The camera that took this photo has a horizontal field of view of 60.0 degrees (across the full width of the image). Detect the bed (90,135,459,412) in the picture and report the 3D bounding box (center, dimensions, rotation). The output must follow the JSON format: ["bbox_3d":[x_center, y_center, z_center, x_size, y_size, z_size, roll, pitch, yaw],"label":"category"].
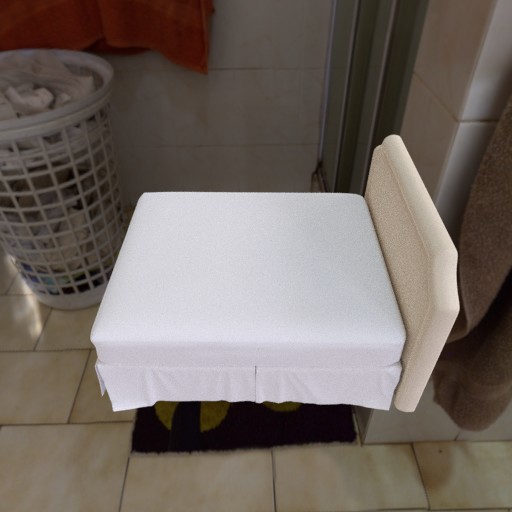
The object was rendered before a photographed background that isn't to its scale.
[{"bbox_3d":[0.000,0.000,3.307,2.209,1.296,1.827,0,42,0],"label":"bed"}]
